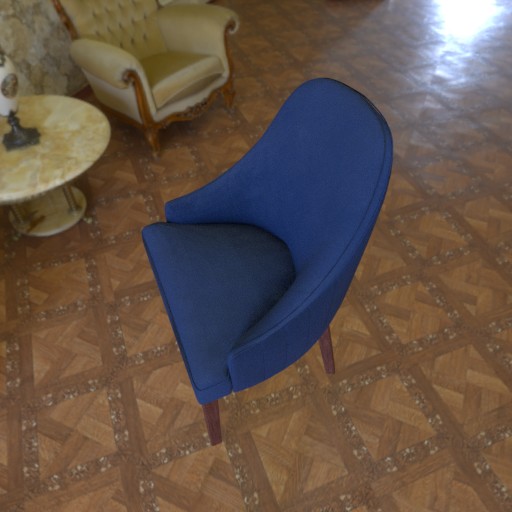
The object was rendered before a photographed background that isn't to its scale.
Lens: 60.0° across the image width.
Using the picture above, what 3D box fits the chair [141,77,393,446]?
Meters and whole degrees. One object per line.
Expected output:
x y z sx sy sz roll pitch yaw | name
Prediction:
0.000 0.000 1.300 0.575 0.889 0.643 -17 49 -15 | chair
